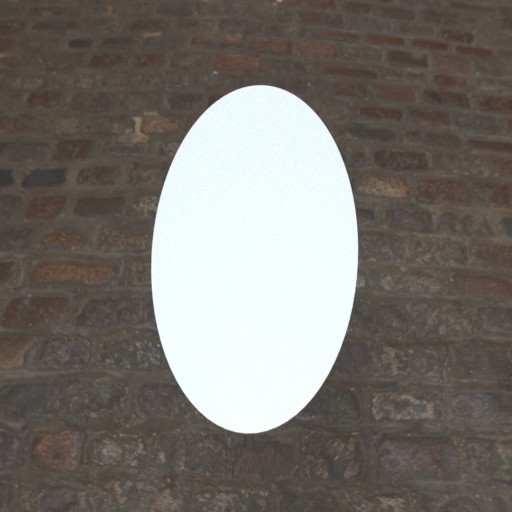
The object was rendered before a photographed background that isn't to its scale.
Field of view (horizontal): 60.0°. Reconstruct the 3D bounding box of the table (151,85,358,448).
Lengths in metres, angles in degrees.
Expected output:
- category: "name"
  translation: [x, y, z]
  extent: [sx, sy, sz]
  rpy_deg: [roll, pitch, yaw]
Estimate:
- category: "table"
  translation: [0.000, 0.000, 1.362]
  extent: [0.542, 0.390, 1.083]
  rpy_deg: [2, 60, 1]
